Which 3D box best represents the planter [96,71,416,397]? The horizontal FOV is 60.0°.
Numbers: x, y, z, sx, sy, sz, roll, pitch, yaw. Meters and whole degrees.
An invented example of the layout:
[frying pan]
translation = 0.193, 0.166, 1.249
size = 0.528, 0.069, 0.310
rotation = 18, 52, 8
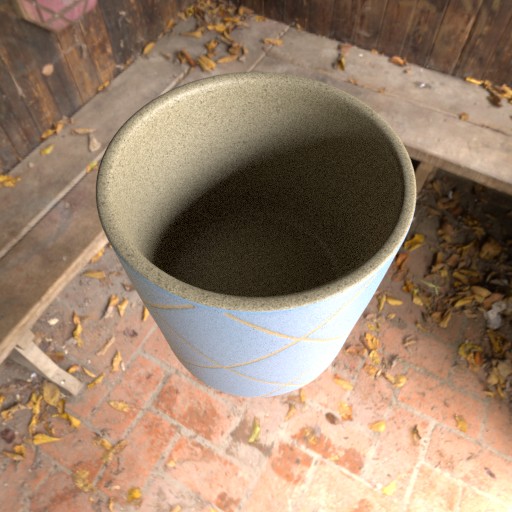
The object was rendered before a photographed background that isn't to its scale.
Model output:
[planter]
translation = 0.000, 0.000, 0.416
size = 0.227, 0.235, 0.227
rotation = 0, 57, 0
